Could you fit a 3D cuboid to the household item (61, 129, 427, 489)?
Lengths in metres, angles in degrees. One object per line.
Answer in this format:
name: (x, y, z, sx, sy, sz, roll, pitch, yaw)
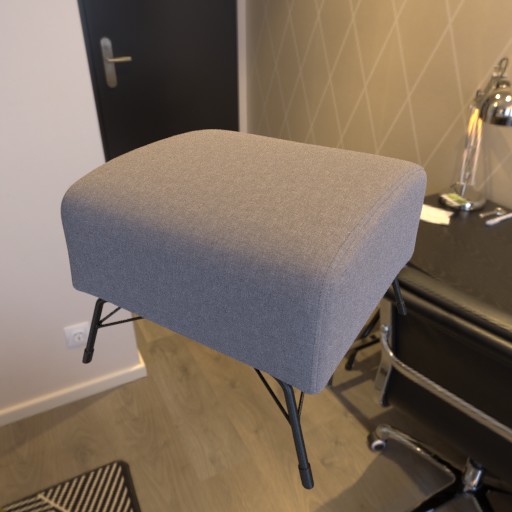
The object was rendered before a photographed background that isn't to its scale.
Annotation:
household item: (0.000, 0.000, 0.891, 0.530, 0.410, 0.530, 17, 34, 27)
